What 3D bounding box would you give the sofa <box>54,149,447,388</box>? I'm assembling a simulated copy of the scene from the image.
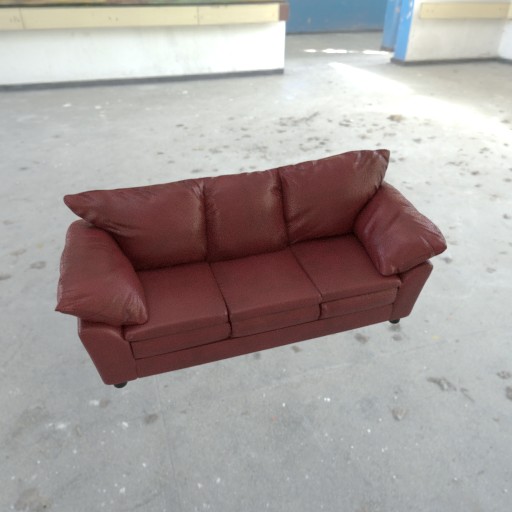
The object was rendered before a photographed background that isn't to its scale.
[{"bbox_3d":[0.000,0.000,2.954,2.390,1.091,0.907,-10,34,-15],"label":"sofa"}]
